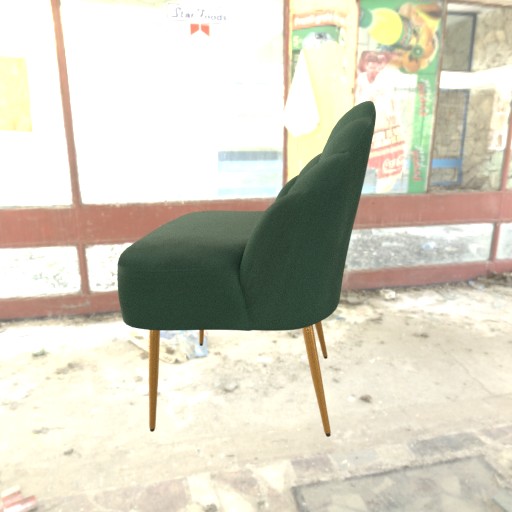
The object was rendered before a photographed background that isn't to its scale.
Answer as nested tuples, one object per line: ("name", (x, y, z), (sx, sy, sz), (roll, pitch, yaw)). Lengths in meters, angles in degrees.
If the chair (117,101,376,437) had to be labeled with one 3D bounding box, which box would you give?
("chair", (0.000, 0.000, 1.247), (0.599, 0.819, 0.657), (2, 15, 8))
